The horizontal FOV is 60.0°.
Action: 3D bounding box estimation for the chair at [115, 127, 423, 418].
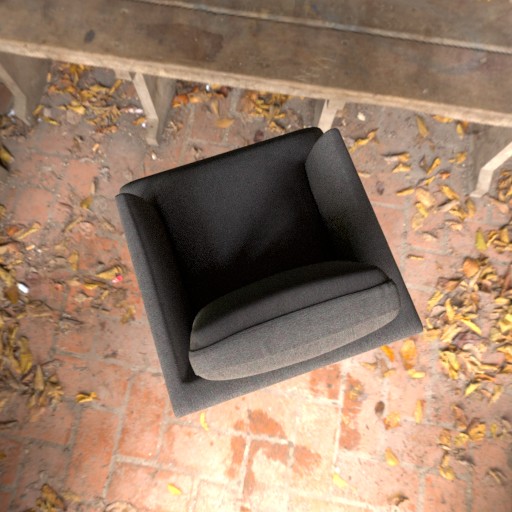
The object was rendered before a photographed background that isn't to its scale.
[{"bbox_3d":[0.000,0.000,1.657,0.858,0.957,0.899,-18,76,-5],"label":"chair"}]
